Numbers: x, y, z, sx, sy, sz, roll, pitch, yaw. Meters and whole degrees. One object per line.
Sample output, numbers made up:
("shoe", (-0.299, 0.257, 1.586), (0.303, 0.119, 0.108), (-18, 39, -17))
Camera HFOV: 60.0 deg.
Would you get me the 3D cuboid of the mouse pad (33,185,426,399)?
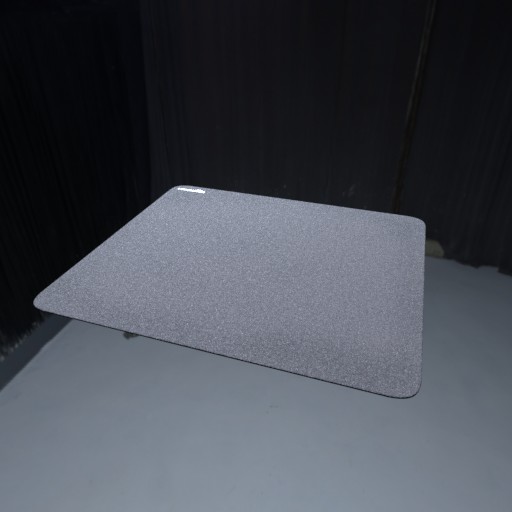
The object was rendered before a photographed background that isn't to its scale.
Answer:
("mouse pad", (0.000, 0.000, 0.625), (0.451, 0.002, 0.393), (10, 33, 16))
